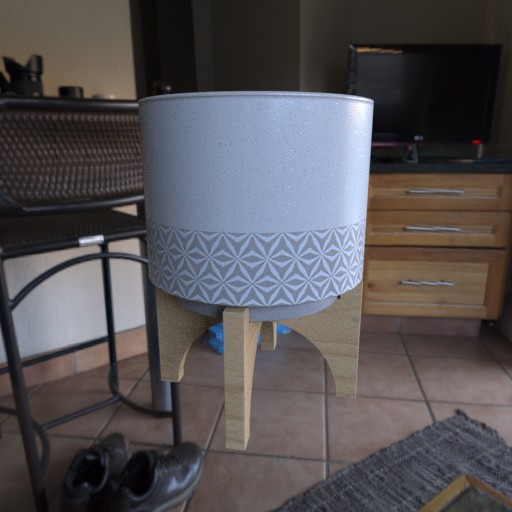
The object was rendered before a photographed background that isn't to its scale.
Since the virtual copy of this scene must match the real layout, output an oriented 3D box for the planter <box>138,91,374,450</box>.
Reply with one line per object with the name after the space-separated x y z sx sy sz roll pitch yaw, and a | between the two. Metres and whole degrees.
0.000 0.000 0.525 0.249 0.343 0.249 0 15 0 | planter
